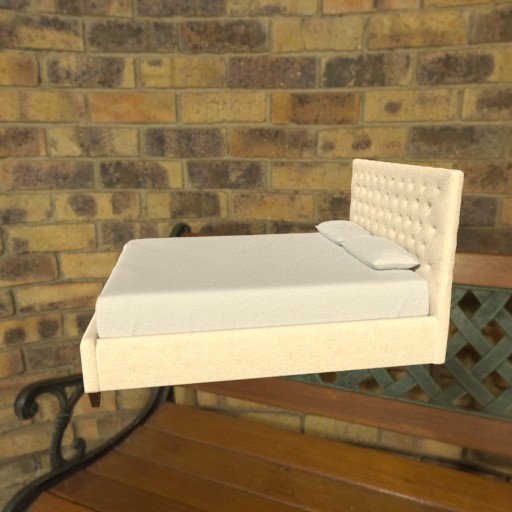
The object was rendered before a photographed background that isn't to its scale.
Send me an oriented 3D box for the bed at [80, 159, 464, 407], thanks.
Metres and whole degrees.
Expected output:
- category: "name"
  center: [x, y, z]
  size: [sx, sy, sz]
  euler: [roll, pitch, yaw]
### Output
- category: "bed"
  center: [0.000, 0.000, 3.519]
  size: [2.387, 1.427, 1.698]
  euler: [-2, 15, -9]
